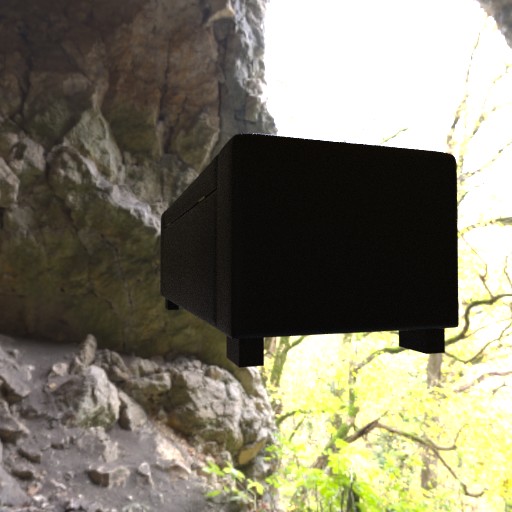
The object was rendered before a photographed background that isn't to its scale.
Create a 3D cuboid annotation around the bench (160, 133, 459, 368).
[{"bbox_3d":[0.000,0.000,1.482,0.508,0.445,1.296,0,-1,-18],"label":"bench"}]
